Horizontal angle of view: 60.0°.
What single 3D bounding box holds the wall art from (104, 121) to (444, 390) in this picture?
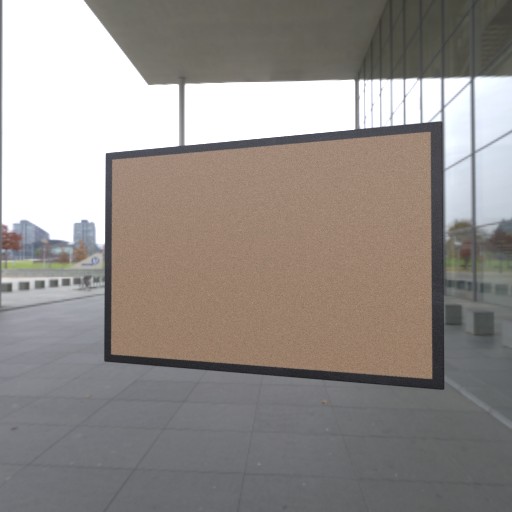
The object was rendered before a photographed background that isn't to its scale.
[{"bbox_3d":[0.000,0.000,0.784,0.610,0.409,0.038,0,-1,19],"label":"wall art"}]
